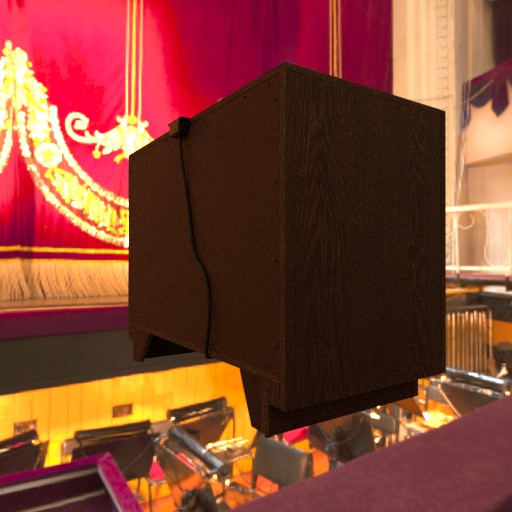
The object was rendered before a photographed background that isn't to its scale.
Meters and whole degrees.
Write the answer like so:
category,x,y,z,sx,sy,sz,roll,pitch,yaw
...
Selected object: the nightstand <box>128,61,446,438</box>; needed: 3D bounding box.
category,x,y,z,sx,sy,sz,roll,pitch,yaw
nightstand,0.000,0.000,1.132,0.457,0.612,0.775,0,0,-34
